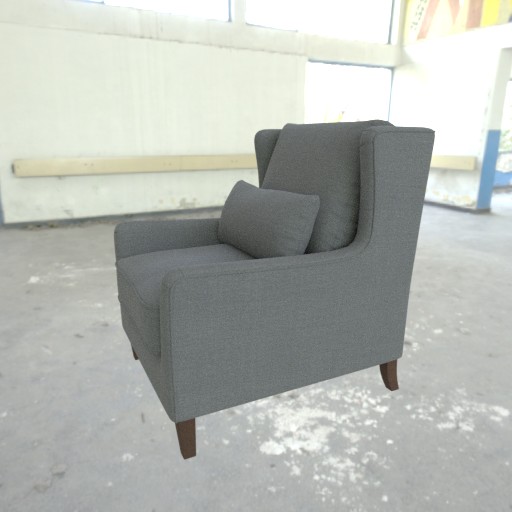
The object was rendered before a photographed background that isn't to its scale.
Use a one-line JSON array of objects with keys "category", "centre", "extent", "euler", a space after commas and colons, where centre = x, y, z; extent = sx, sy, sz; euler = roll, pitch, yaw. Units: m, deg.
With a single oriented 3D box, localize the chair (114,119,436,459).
[{"category": "chair", "centre": [0.000, 0.000, 1.800], "extent": [1.040, 1.056, 0.866], "euler": [-7, 17, -26]}]
